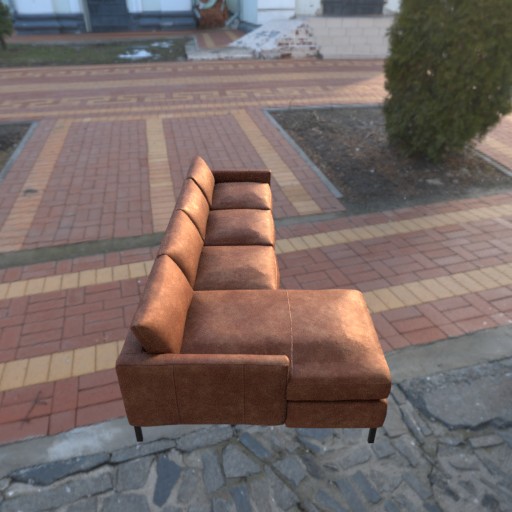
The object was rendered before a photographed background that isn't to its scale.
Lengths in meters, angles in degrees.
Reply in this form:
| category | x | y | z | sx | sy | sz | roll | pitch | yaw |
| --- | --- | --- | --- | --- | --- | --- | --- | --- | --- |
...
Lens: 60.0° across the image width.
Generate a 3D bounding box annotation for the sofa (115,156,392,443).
| category | x | y | z | sx | sy | sz | roll | pitch | yaw |
| --- | --- | --- | --- | --- | --- | --- | --- | --- | --- |
| sofa | 0.000 | 0.000 | 3.659 | 1.471 | 0.859 | 2.993 | 0 | 31 | 0 |
